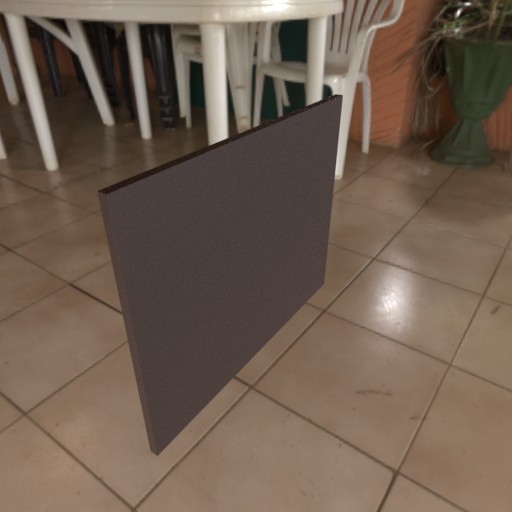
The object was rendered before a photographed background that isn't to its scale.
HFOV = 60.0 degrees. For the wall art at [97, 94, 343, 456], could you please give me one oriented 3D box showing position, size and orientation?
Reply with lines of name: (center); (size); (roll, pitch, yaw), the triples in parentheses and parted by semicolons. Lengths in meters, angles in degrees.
wall art: (0.000, 0.000, 1.662); (0.034, 0.952, 1.207); (20, 37, 29)
